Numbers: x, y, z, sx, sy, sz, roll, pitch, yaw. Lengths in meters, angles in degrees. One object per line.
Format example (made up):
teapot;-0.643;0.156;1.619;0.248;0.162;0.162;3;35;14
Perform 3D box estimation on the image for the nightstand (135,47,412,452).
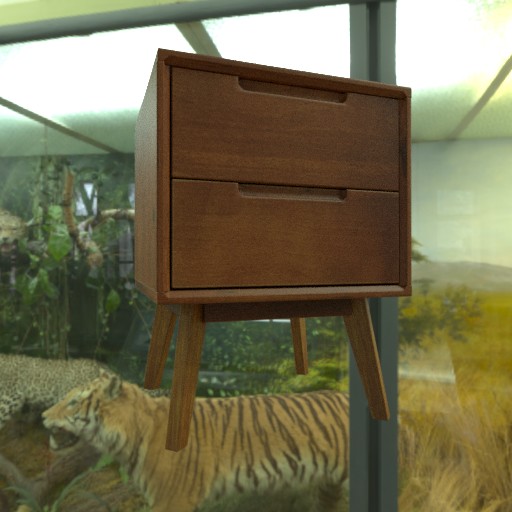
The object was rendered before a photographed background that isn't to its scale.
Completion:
nightstand;0.000;0.000;0.928;0.460;0.618;0.411;0;0;-20
